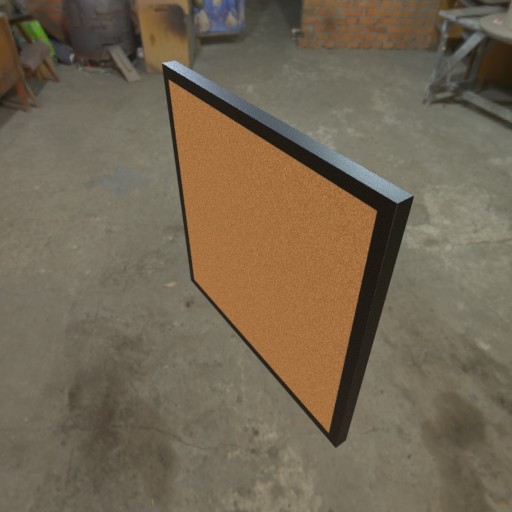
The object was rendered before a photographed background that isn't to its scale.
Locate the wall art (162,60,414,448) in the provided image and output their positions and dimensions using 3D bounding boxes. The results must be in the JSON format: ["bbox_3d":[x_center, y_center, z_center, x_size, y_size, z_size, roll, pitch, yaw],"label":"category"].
[{"bbox_3d":[0.000,0.000,1.142,0.038,0.765,0.765,-25,47,-26],"label":"wall art"}]
